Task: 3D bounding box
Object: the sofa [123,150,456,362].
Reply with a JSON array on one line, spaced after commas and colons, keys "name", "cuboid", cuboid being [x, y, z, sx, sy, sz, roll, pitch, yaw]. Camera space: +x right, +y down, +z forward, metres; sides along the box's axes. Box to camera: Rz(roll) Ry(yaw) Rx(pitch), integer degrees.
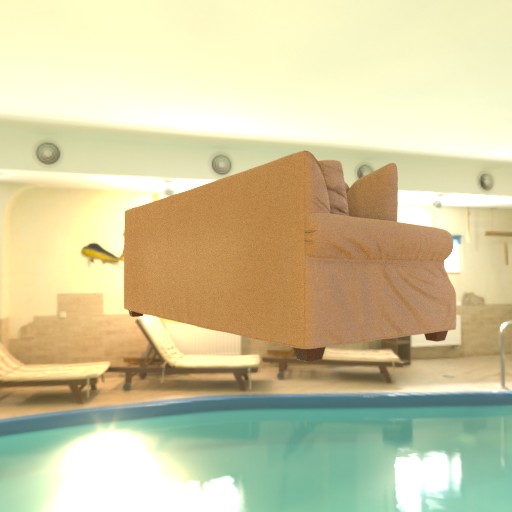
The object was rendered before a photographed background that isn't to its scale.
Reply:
[{"name": "sofa", "cuboid": [0.000, 0.000, 2.878, 1.067, 0.904, 2.285, 1, -2, -35]}]
